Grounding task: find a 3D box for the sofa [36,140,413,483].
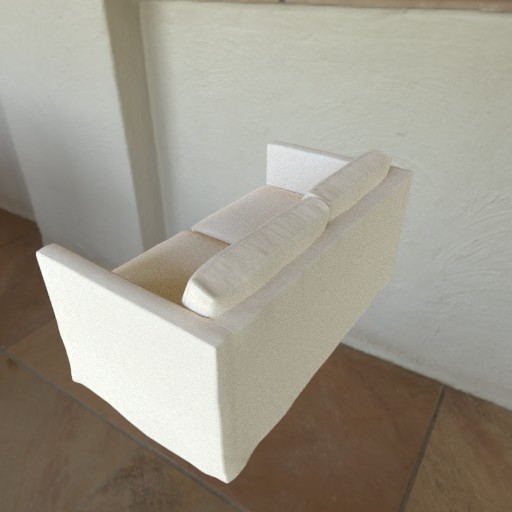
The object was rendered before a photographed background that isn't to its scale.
[{"bbox_3d":[0.000,0.000,2.258,0.962,0.834,1.746,21,38,29],"label":"sofa"}]
